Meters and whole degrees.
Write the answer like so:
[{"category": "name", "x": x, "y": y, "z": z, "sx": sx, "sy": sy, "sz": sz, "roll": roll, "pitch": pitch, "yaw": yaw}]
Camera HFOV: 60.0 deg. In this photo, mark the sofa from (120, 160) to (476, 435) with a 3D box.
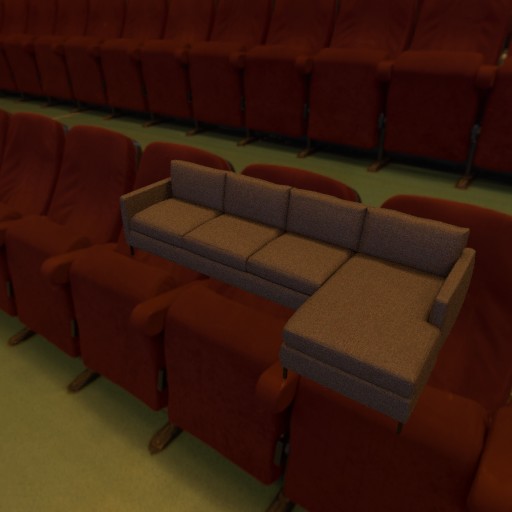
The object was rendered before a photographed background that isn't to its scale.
[{"category": "sofa", "x": 0.000, "y": 0.000, "z": 3.803, "sx": 3.221, "sy": 0.892, "sz": 1.483, "roll": 19, "pitch": 34, "yaw": 30}]
